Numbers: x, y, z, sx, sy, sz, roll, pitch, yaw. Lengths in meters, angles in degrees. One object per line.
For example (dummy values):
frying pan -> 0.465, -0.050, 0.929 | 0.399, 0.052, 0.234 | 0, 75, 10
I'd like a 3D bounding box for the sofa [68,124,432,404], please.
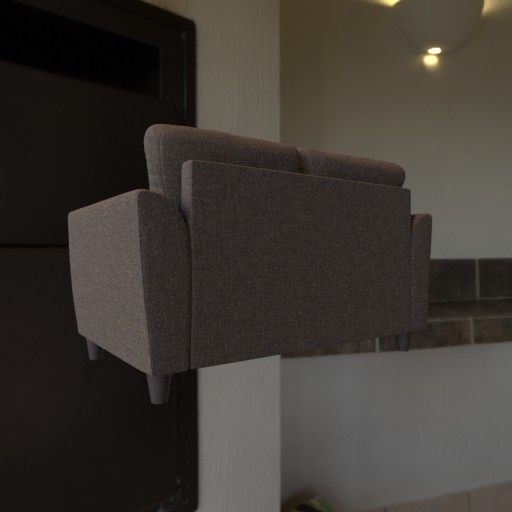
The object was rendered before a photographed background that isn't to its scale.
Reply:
sofa -> 0.000, 0.000, 1.988 | 1.423, 0.885, 0.851 | 0, 1, -36
